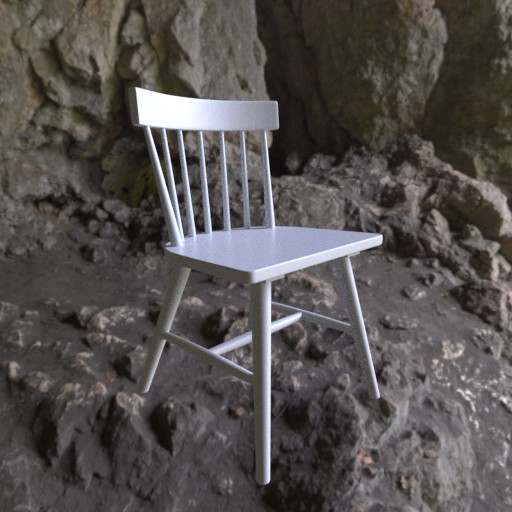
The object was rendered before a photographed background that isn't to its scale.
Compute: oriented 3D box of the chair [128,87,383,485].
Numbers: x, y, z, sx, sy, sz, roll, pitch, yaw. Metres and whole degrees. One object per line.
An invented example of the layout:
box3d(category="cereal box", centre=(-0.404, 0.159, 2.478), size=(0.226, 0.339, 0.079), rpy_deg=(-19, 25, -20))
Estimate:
box3d(category="chair", centre=(0.000, 0.000, 1.118), size=(0.500, 0.787, 0.483), rpy_deg=(14, 20, 43))
